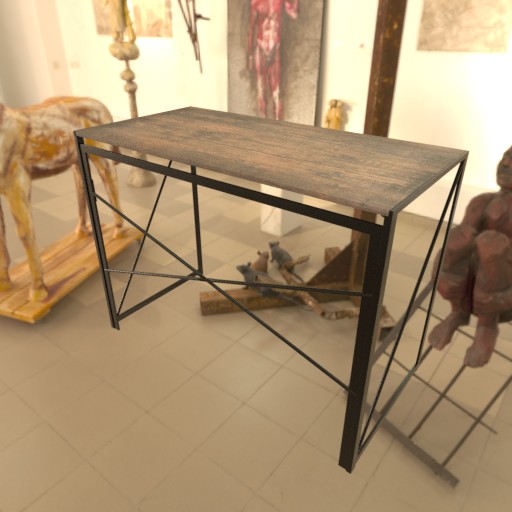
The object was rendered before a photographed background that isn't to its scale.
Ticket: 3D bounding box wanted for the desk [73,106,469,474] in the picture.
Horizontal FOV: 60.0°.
[{"bbox_3d":[0.000,0.000,1.430,1.015,0.747,0.505,20,35,32],"label":"desk"}]
